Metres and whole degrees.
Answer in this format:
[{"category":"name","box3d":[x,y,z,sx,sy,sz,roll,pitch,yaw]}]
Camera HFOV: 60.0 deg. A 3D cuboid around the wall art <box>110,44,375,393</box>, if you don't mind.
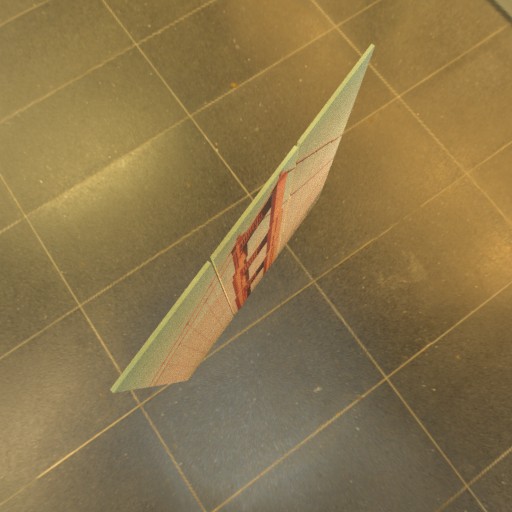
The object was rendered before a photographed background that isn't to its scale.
[{"category":"wall art","box3d":[0.000,0.000,1.791,0.013,1.219,1.214,34,78,8]}]
